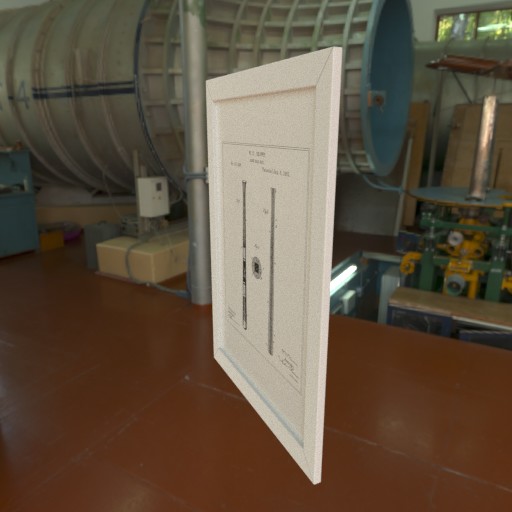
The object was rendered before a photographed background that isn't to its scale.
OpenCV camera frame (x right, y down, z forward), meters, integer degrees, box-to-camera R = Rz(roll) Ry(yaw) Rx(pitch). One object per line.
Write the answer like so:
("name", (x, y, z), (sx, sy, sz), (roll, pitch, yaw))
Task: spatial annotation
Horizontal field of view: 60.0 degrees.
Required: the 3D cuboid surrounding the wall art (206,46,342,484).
("wall art", (0.000, 0.000, 0.673), (0.012, 0.529, 0.374), (-8, 18, -25))
